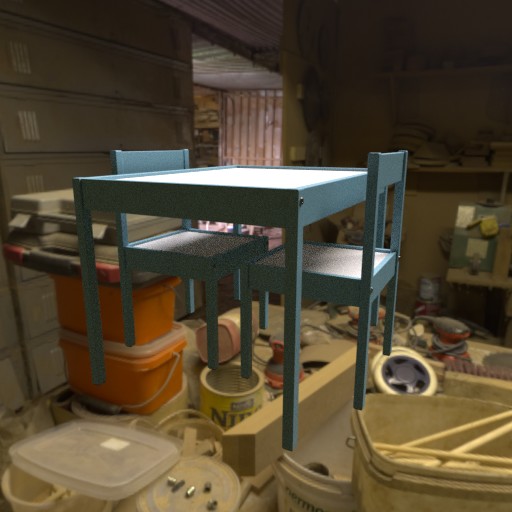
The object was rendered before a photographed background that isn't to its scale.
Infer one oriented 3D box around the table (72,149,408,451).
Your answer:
[{"bbox_3d":[0.000,0.000,1.088,0.633,0.503,0.639,7,16,27],"label":"table"}]
